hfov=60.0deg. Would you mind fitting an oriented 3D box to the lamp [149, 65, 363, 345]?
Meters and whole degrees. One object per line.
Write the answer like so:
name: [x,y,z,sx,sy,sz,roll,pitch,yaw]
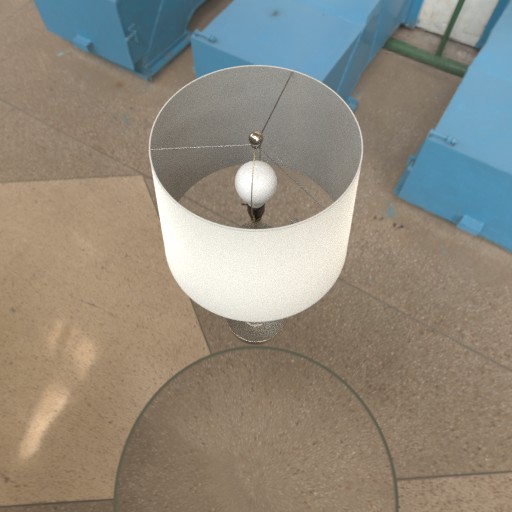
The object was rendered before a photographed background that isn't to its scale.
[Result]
lamp: [0.000,0.000,0.885,0.333,0.696,0.333,0,63,0]
